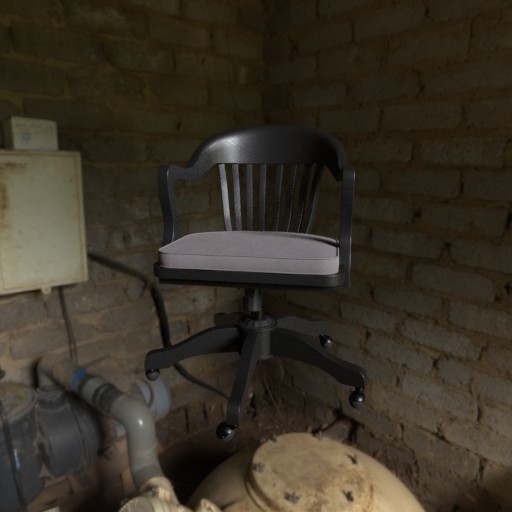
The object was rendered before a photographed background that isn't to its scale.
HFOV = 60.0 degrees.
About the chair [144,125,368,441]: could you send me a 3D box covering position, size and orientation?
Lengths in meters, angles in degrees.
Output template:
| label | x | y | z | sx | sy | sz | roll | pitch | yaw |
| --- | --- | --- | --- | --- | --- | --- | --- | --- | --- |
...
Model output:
| label | x | y | z | sx | sy | sz | roll | pitch | yaw |
| --- | --- | --- | --- | --- | --- | --- | --- | --- | --- |
| chair | 0.000 | 0.000 | 1.476 | 0.750 | 0.878 | 0.788 | 2 | 14 | 10 |
